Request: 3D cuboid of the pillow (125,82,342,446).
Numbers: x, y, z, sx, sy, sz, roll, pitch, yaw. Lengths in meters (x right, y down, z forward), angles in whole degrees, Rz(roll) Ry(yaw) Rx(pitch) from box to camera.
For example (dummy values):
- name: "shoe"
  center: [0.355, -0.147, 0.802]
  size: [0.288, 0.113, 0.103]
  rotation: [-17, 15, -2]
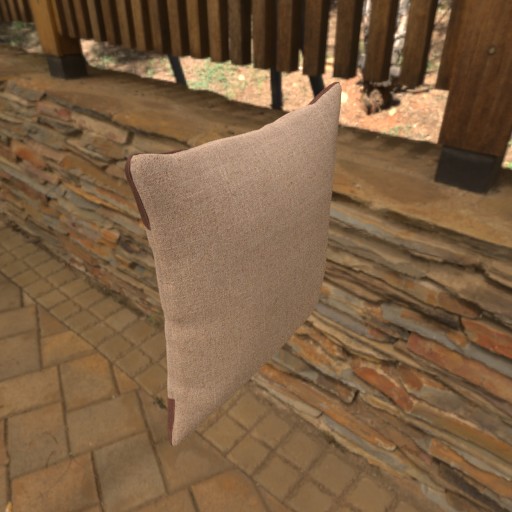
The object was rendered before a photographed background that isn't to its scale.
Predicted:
- name: "pillow"
  center: [0.000, 0.000, 0.687]
  size: [0.147, 0.448, 0.437]
  rotation: [21, 38, 29]
